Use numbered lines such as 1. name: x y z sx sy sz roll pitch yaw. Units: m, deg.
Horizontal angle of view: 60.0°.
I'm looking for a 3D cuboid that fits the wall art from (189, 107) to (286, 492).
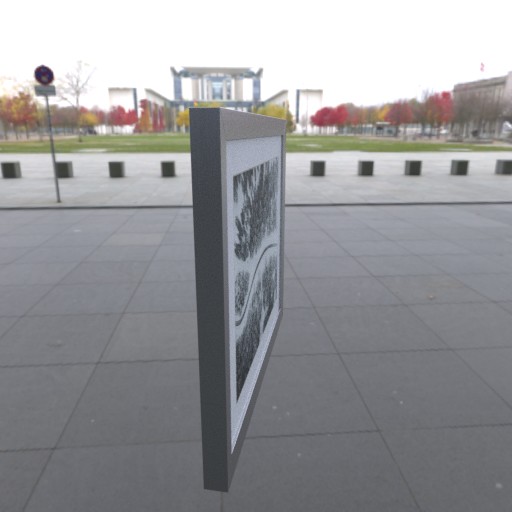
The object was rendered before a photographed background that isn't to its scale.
1. wall art: 0.000 0.000 0.756 0.032 0.456 0.557 3 16 10
